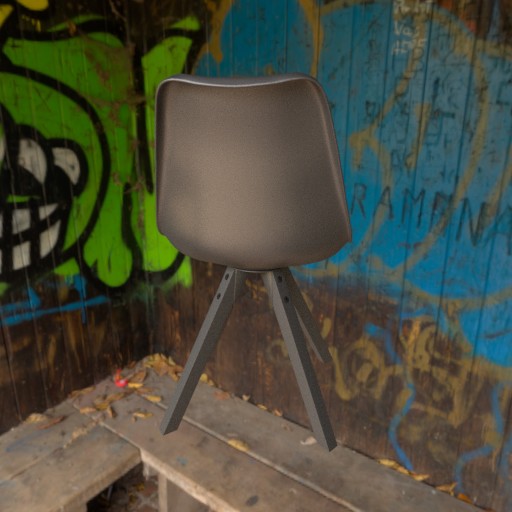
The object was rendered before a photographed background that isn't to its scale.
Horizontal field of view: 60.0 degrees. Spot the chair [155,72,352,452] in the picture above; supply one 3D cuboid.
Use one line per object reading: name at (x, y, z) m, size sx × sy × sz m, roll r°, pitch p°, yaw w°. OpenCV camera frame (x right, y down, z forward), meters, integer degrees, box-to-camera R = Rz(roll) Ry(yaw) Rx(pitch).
chair at (0.000, 0.000, 1.166) m, size 0.485 × 0.850 × 0.530 m, roll 2°, pitch 17°, yaw 8°
